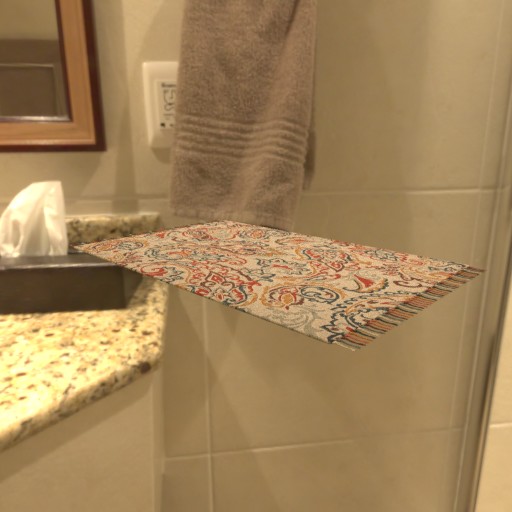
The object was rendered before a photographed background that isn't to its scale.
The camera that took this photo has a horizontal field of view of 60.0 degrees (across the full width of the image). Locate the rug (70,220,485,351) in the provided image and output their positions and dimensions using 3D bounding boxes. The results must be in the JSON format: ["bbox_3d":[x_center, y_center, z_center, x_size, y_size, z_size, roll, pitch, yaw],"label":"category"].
[{"bbox_3d":[0.000,0.000,2.427,1.997,0.010,1.218,14,20,42],"label":"rug"}]
